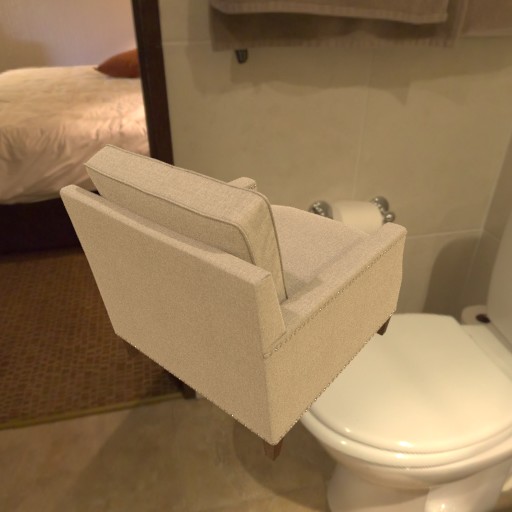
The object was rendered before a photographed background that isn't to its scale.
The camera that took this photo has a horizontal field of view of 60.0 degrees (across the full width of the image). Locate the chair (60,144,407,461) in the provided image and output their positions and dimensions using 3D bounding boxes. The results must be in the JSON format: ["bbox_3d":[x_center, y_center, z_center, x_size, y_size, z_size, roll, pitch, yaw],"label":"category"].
[{"bbox_3d":[0.000,0.000,1.721,0.853,0.943,1.014,23,38,33],"label":"chair"}]
